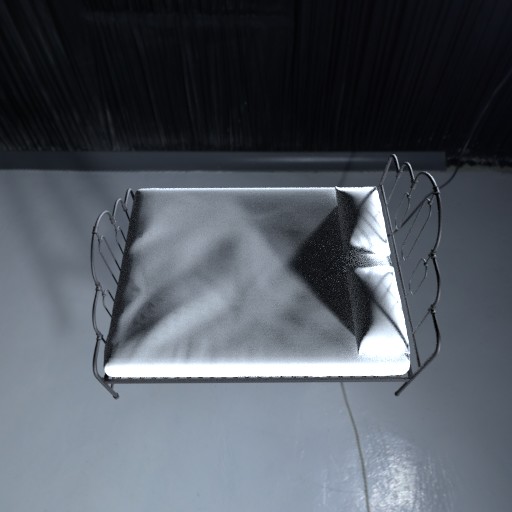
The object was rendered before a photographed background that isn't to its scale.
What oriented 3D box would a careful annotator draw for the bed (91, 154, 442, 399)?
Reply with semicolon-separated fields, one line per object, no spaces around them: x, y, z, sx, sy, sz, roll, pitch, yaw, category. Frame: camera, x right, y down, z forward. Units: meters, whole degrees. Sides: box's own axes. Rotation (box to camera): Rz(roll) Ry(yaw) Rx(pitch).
0.000;0.000;3.196;2.163;1.429;1.640;0;57;0;bed
